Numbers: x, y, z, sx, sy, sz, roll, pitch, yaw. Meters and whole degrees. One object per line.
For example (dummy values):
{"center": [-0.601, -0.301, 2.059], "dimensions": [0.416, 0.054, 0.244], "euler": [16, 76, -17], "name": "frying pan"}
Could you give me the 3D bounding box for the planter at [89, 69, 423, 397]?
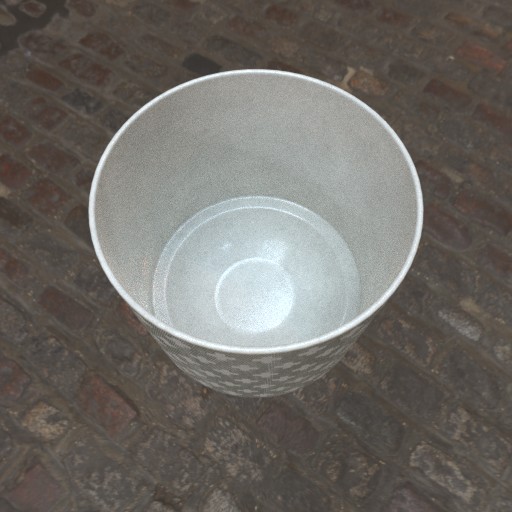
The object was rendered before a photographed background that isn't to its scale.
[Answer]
{"center": [0.000, 0.000, 0.442], "dimensions": [0.250, 0.239, 0.250], "euler": [0, 65, 0], "name": "planter"}
